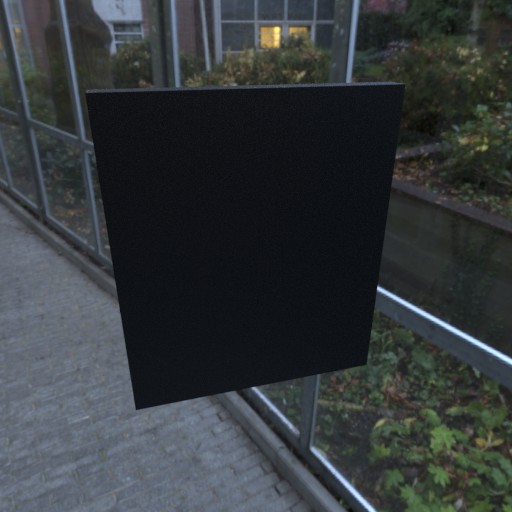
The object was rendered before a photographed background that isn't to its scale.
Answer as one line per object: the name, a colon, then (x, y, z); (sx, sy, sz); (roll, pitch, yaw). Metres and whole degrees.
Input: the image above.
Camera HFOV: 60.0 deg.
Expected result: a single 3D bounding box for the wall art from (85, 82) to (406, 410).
wall art: (0.000, 0.000, 0.531); (0.325, 0.380, 0.028); (-7, 27, -14)
